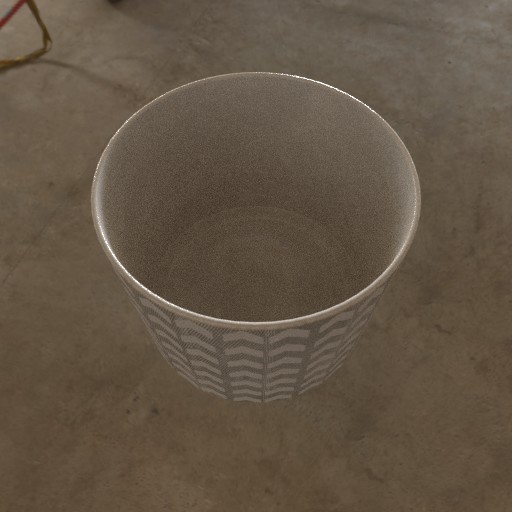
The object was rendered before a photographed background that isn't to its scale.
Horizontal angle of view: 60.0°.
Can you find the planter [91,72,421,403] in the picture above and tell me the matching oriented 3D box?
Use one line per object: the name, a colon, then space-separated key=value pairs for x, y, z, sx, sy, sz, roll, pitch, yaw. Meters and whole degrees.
planter: x=0.000 y=0.000 z=0.336 sx=0.190 sy=0.181 sz=0.190 roll=0 pitch=59 yaw=0
